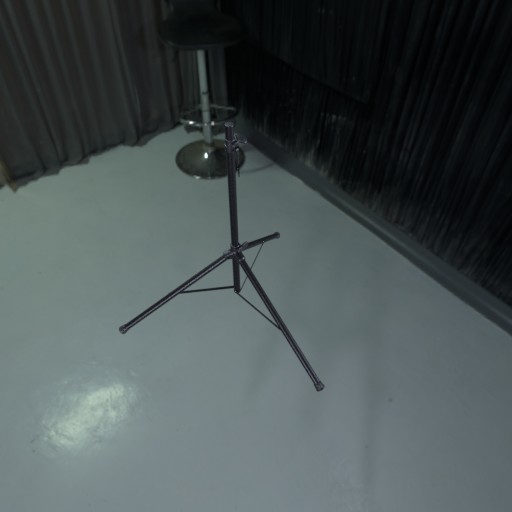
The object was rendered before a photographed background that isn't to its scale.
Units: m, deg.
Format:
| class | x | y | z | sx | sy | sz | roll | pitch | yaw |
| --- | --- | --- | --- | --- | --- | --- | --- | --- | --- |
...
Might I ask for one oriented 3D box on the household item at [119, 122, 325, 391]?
| class | x | y | z | sx | sy | sz | roll | pitch | yaw |
| --- | --- | --- | --- | --- | --- | --- | --- | --- | --- |
| household item | 0.000 | 0.000 | 2.732 | 1.596 | 1.595 | 1.339 | -31 | 54 | -26 |
